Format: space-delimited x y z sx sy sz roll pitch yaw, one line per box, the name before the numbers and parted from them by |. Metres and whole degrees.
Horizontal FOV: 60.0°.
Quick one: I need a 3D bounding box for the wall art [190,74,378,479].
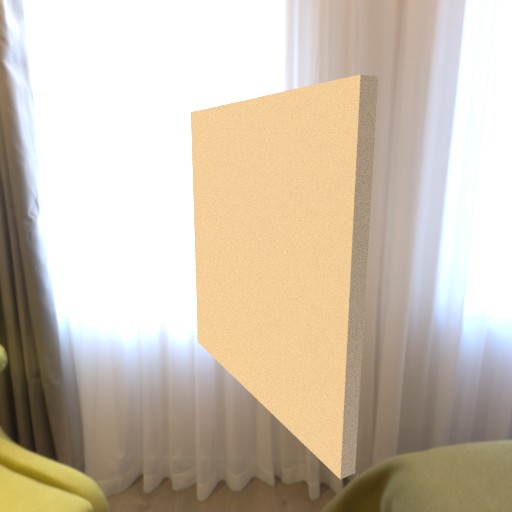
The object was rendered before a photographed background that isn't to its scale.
wall art | 0.000 0.000 0.833 0.028 0.559 0.559 -7 15 -28
